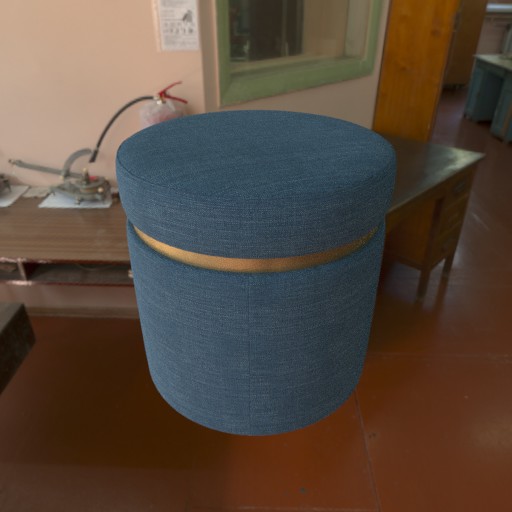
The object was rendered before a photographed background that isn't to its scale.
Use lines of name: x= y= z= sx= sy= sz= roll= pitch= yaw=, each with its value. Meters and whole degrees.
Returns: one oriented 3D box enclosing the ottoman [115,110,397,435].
ottoman: x=0.000 y=0.000 z=0.733 sx=0.398 sy=0.406 sz=0.398 roll=0 pitch=31 yaw=0
